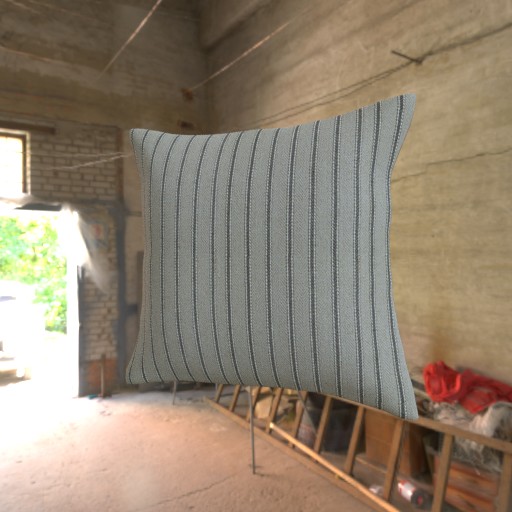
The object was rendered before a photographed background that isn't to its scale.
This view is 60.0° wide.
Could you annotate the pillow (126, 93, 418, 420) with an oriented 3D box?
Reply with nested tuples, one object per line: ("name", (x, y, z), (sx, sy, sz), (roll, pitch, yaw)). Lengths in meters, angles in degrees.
("pillow", (0.000, 0.000, 0.680), (0.468, 0.444, 0.138), (0, 0, 20))
